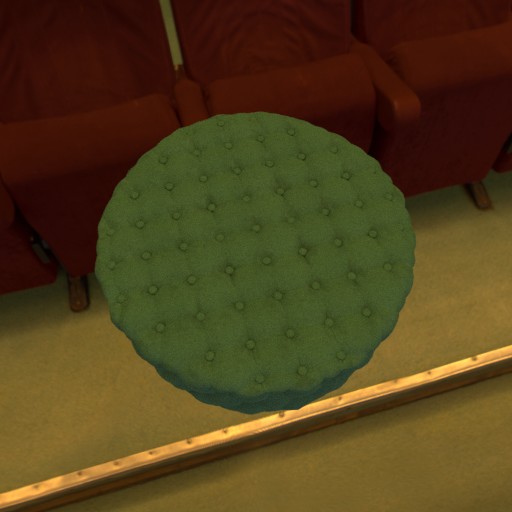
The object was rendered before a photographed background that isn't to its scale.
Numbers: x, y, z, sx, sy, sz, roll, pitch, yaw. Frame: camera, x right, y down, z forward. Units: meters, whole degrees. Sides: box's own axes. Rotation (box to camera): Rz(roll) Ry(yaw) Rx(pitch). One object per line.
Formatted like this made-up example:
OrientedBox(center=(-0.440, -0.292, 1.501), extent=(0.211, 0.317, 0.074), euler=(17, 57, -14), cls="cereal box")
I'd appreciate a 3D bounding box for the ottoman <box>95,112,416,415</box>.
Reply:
OrientedBox(center=(0.000, 0.000, 1.509), extent=(0.998, 0.399, 0.998), euler=(0, 63, 0), cls="ottoman")
